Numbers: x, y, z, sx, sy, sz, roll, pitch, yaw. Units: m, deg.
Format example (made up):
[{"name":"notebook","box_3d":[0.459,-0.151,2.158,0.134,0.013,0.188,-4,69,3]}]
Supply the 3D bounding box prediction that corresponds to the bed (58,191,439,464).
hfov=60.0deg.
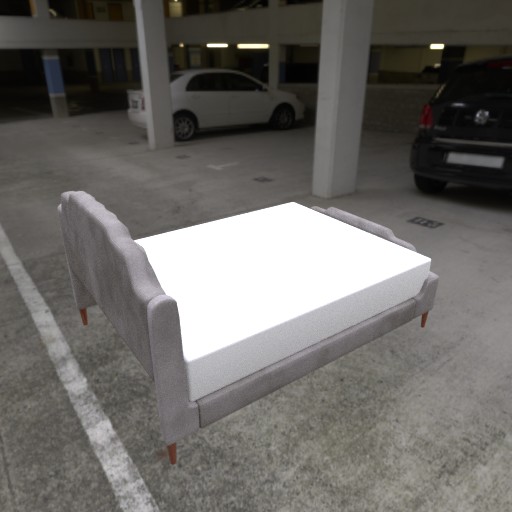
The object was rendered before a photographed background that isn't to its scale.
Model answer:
[{"name":"bed","box_3d":[0.000,0.000,3.340,2.340,1.245,1.676,-17,31,-31]}]
